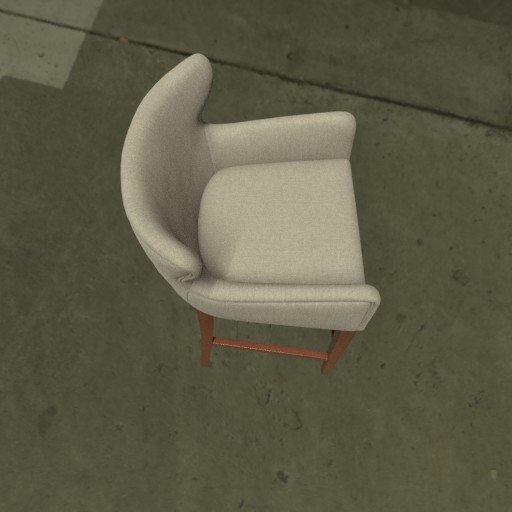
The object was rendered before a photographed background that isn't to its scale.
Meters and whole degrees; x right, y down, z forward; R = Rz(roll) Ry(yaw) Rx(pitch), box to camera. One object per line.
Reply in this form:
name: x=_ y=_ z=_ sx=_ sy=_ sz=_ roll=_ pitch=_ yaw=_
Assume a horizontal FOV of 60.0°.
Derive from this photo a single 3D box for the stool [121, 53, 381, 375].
stool: x=0.000 y=0.000 z=1.389 sx=0.575 sy=1.047 sz=0.575 roll=0 pitch=63 yaw=0
